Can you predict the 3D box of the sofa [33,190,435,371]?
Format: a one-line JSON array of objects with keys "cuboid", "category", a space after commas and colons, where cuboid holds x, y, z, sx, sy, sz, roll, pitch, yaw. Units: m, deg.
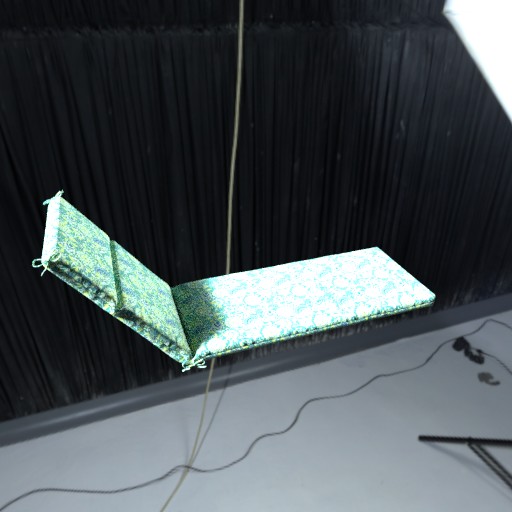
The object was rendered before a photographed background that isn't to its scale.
[{"cuboid": [0.000, 0.000, 1.972, 1.663, 0.622, 0.582, -10, 32, -17], "category": "sofa"}]
